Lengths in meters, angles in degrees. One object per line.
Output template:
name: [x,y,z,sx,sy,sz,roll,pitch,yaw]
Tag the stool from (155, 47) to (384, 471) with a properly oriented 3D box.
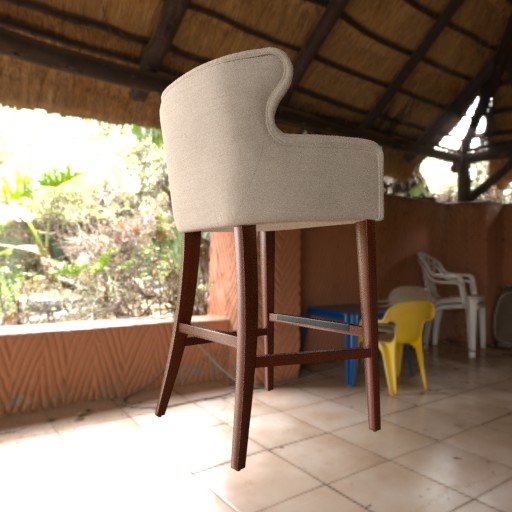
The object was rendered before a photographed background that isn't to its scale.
stool: [0.000,0.000,1.376,0.563,1.034,0.556,1,-1,-36]
